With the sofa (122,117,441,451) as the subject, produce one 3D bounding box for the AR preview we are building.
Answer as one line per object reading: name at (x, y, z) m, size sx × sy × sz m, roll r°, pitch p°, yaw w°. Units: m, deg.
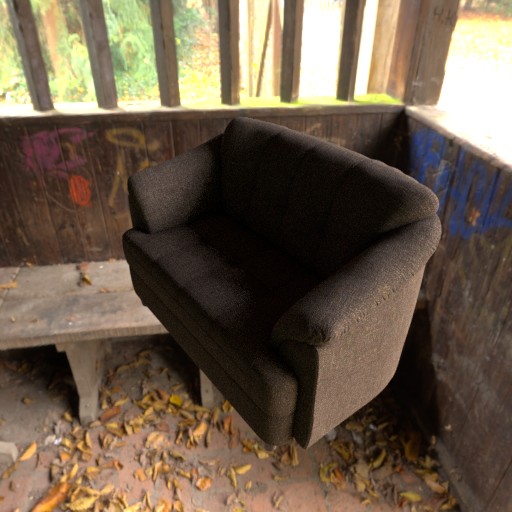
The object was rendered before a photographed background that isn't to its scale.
sofa at (0.000, 0.000, 1.954) m, size 0.799 × 0.895 × 1.404 m, roll -22°, pitch 39°, yaw -30°
